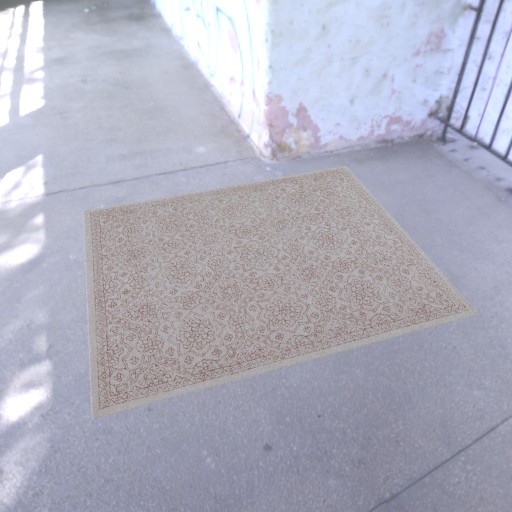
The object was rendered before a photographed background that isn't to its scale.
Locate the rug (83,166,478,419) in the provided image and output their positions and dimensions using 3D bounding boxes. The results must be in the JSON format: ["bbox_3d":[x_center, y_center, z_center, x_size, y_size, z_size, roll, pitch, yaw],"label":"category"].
[{"bbox_3d":[0.000,0.000,4.146,3.050,0.015,2.441,-12,43,-13],"label":"rug"}]
